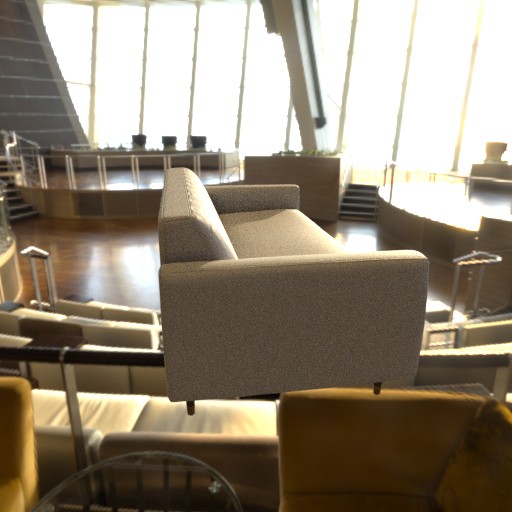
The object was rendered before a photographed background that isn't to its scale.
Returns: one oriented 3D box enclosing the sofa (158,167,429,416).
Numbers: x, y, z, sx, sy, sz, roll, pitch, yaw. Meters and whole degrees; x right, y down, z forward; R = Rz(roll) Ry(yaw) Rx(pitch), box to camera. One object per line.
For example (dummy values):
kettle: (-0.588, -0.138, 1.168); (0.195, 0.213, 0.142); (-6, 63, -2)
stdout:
sofa: (0.000, 0.000, 2.432); (0.969, 0.814, 1.895); (-3, 18, -10)
